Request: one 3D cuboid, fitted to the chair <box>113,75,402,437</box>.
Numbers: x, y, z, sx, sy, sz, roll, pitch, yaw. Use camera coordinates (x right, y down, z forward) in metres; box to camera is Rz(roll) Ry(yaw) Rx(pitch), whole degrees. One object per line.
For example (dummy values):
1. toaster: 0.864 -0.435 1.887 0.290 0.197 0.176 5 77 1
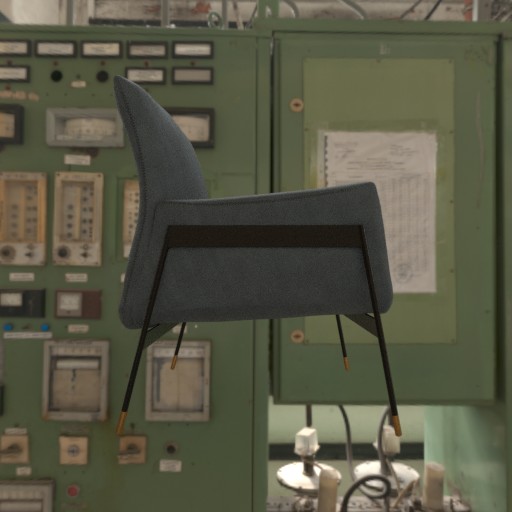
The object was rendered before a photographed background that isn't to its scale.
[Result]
1. chair: 0.000 0.000 1.370 0.709 0.858 0.678 0 -1 1
